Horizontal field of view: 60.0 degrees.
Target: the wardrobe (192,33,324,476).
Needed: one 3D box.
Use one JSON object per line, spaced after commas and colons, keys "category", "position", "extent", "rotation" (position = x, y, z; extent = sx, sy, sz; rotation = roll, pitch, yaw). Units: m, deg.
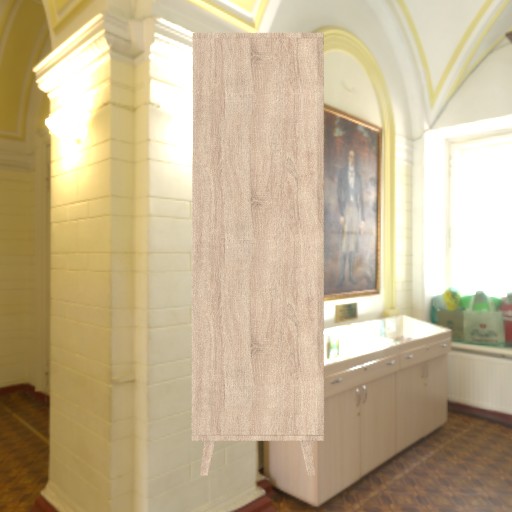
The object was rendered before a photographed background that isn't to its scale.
{"category": "wardrobe", "position": [0.000, 0.000, 2.446], "extent": [0.600, 1.960, 1.000], "rotation": [0, 0, 0]}
